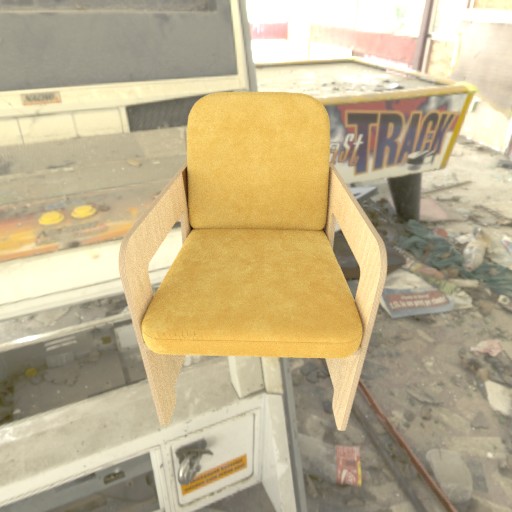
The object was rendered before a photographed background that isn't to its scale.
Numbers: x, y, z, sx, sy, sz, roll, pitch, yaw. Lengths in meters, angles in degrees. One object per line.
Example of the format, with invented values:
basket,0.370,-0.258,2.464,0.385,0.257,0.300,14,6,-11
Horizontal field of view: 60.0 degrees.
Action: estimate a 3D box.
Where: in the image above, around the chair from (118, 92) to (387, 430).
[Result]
chair,0.000,0.000,1.291,0.590,0.800,0.710,1,30,2
